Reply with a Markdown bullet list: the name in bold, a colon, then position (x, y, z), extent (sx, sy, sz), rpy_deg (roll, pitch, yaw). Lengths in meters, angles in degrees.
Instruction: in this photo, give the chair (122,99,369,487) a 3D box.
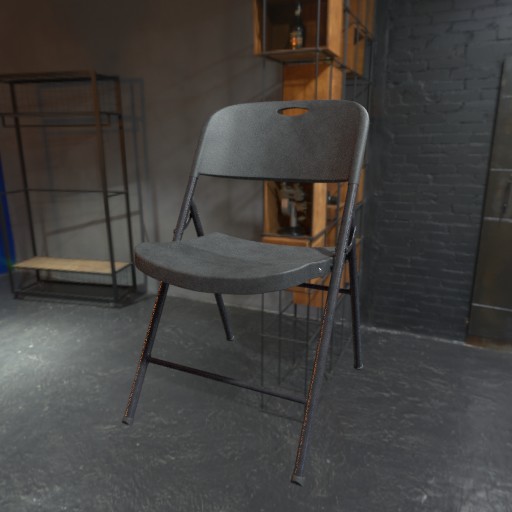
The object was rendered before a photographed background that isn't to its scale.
- **chair**: position (0.000, 0.000, 1.165), extent (0.494, 0.810, 0.566), rpy_deg (7, 16, 25)
